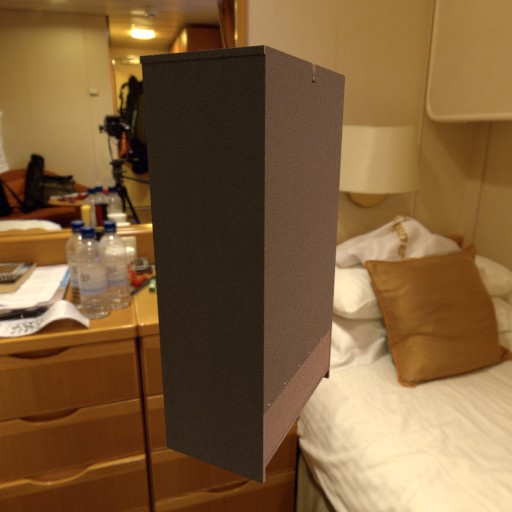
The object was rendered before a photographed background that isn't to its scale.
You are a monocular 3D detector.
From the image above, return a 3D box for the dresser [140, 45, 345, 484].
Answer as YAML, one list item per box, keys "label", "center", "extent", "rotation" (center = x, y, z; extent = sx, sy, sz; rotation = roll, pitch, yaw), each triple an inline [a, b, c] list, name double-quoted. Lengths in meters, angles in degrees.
- label: "dresser"
  center: [0.000, 0.000, 1.593]
  extent: [0.399, 1.255, 0.704]
  rotation: [8, 18, 25]
